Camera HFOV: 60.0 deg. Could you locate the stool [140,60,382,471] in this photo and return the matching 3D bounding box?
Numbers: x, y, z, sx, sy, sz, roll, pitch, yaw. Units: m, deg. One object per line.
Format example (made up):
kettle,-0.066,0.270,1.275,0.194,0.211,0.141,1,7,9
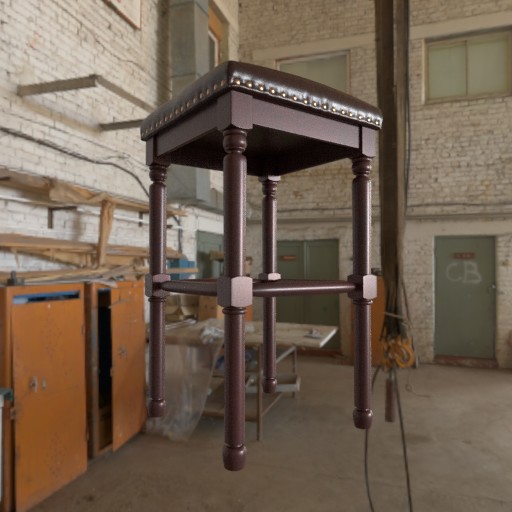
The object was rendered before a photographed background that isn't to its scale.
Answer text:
stool,0.000,0.000,0.955,0.383,0.702,0.382,1,-2,-36
